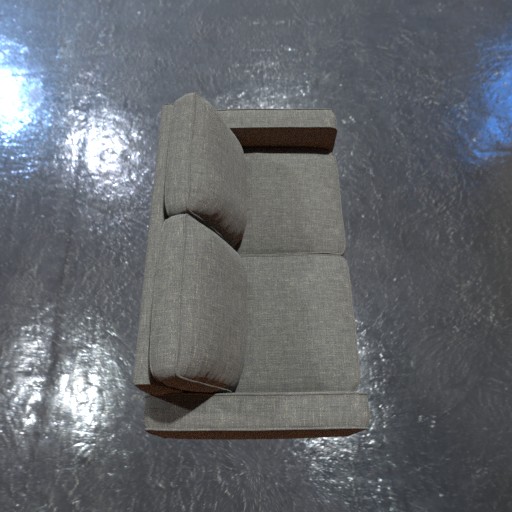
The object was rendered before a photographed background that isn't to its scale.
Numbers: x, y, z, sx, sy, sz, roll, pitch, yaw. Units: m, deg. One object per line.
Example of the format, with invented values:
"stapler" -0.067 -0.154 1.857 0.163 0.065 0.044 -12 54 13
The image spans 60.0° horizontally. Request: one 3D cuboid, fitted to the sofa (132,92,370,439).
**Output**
"sofa" 0.000 0.000 2.267 0.947 0.918 1.709 -1 65 0
